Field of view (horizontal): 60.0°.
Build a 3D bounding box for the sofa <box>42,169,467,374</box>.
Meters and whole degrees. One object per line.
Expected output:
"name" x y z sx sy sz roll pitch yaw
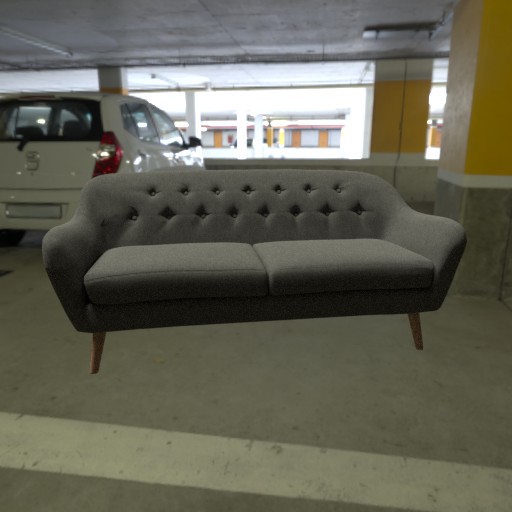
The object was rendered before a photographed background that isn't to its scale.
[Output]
"sofa" 0.000 0.000 2.247 1.840 0.820 0.820 -2 14 -8
